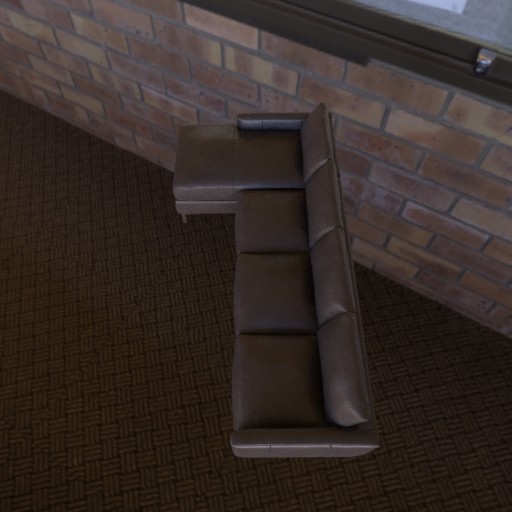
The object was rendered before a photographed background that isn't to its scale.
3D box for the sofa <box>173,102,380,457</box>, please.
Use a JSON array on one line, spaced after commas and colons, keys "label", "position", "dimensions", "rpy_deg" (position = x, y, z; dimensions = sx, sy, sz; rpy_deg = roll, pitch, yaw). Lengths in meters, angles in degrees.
[{"label": "sofa", "position": [0.000, 0.000, 3.616], "dimensions": [1.471, 0.859, 2.993], "rpy_deg": [0, 58, 0]}]
